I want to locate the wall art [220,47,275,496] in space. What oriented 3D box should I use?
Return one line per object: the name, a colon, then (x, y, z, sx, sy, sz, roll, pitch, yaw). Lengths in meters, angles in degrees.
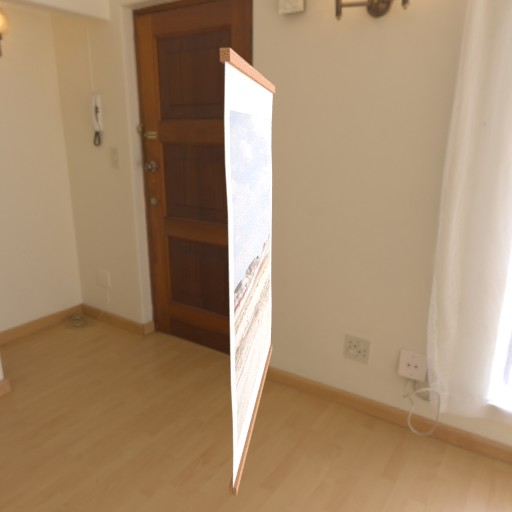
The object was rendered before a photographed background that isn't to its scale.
wall art: (0.000, 0.000, 0.789, 0.011, 0.605, 0.458, 2, 16, 8)
